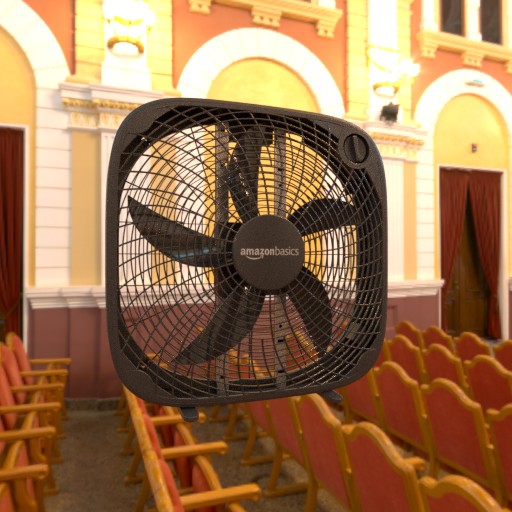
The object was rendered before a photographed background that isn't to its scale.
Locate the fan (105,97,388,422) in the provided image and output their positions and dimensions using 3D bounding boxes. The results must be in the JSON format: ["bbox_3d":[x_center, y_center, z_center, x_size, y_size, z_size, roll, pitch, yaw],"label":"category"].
[{"bbox_3d":[0.000,0.000,0.819,0.526,0.533,0.142,0,0,-20],"label":"fan"}]
